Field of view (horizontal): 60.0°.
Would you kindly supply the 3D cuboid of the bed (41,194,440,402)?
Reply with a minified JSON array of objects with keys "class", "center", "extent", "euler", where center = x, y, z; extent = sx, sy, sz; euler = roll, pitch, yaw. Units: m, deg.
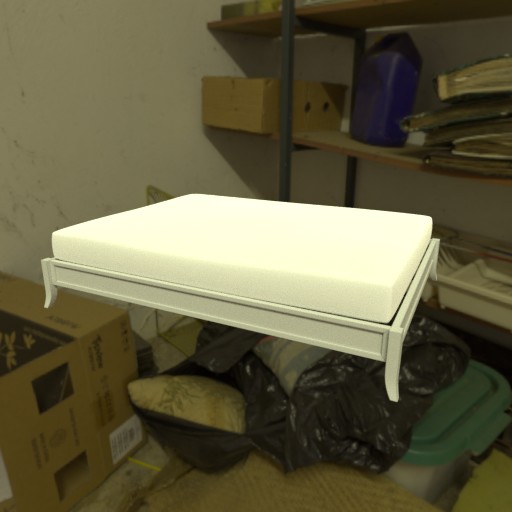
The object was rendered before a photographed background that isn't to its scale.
[{"class":"bed","center":[0.000,0.000,2.878],"extent":[2.108,0.510,1.604],"euler":[9,19,25]}]
